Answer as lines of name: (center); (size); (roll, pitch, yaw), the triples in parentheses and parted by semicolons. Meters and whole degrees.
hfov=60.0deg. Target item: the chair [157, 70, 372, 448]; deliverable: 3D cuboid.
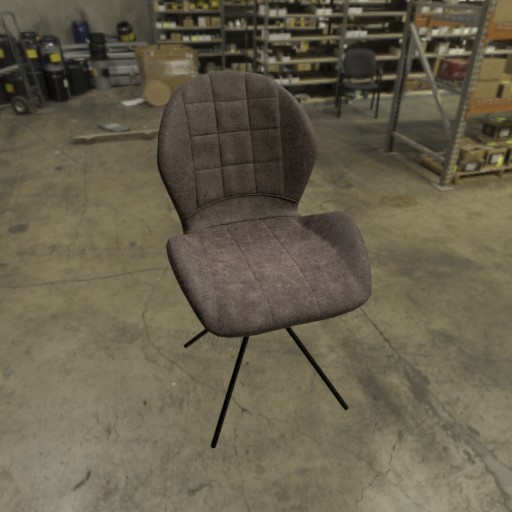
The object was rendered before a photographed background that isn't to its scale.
chair: (0.000, 0.000, 1.316); (0.527, 0.934, 0.640); (-10, 34, -15)
